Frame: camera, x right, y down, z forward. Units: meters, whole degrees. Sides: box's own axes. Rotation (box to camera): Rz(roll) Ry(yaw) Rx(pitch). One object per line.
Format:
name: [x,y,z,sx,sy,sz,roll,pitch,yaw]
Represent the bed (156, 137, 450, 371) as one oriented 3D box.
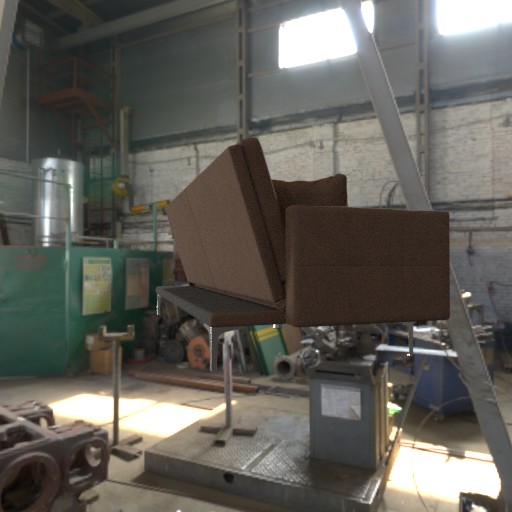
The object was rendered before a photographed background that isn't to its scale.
bed: [0.000,0.000,2.391,0.889,0.787,1.905,0,-1,-18]
